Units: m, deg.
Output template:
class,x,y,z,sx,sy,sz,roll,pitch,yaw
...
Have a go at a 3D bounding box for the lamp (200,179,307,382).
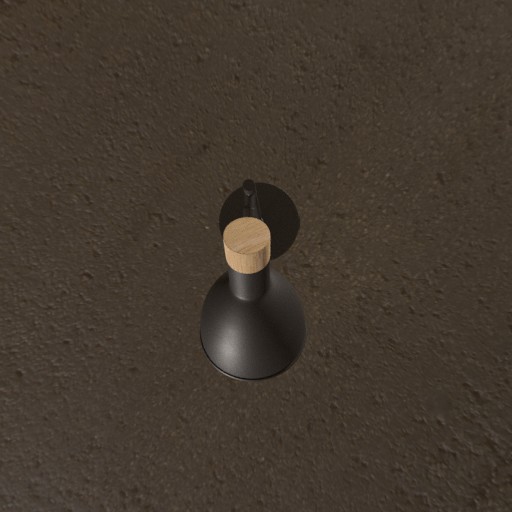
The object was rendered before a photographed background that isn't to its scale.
class,x,y,z,sx,sy,sz,roll,pitch,yaw
lamp,0.000,0.000,0.616,0.152,0.483,0.287,0,89,2
